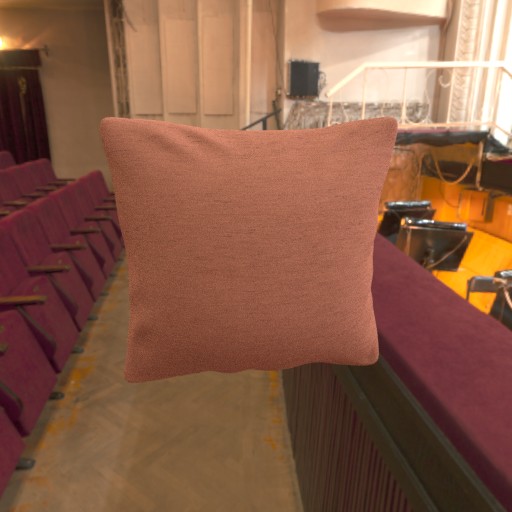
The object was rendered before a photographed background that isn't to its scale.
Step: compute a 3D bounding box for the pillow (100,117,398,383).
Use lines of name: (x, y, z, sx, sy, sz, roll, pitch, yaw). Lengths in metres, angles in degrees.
pillow: (0.000, 0.000, 0.691, 0.432, 0.415, 0.246, -2, 17, -8)
